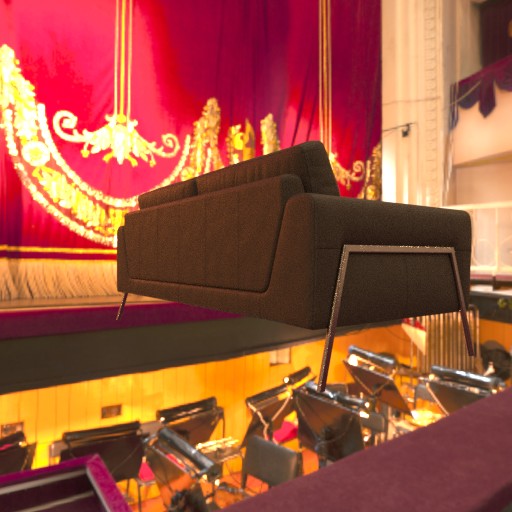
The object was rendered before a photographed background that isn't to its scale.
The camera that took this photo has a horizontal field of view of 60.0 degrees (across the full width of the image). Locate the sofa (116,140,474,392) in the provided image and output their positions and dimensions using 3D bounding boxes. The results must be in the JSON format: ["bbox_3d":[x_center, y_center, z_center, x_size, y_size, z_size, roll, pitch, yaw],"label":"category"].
[{"bbox_3d":[0.000,0.000,2.498,0.953,0.875,2.017,0,0,-35],"label":"sofa"}]
